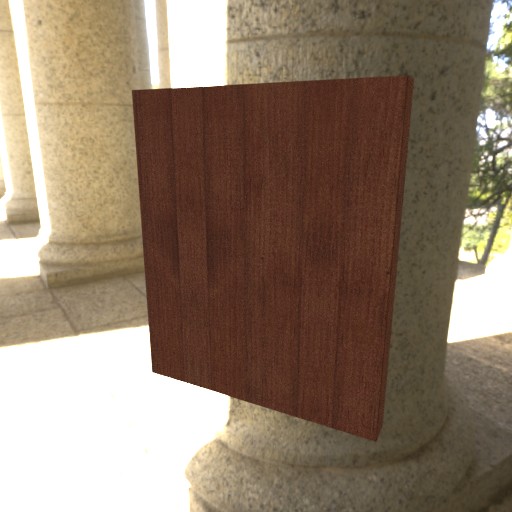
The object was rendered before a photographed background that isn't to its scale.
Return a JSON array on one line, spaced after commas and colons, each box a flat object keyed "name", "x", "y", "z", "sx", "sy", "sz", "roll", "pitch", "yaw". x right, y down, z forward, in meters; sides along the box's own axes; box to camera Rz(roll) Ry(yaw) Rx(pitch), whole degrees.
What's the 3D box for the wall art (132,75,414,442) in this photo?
[{"name": "wall art", "x": 0.000, "y": 0.000, "z": 0.622, "sx": 0.377, "sy": 0.449, "sz": 0.039, "roll": 8, "pitch": 18, "yaw": 26}]
